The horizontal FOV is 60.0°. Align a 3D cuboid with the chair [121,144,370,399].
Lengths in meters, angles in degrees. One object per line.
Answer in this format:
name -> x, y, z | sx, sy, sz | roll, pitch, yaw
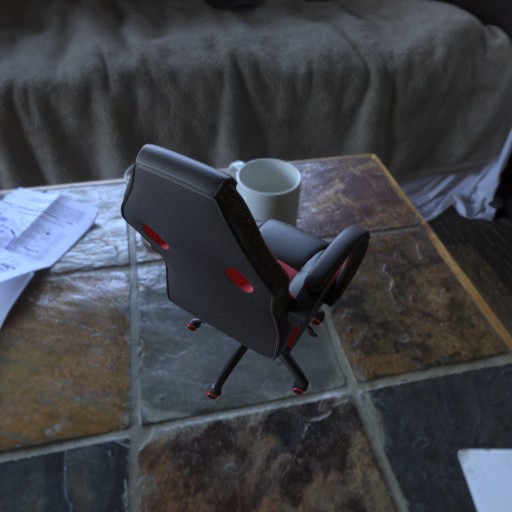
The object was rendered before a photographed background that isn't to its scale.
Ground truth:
chair -> 0.000, 0.000, 1.652 | 0.673, 1.187, 0.724 | 26, 51, 23
